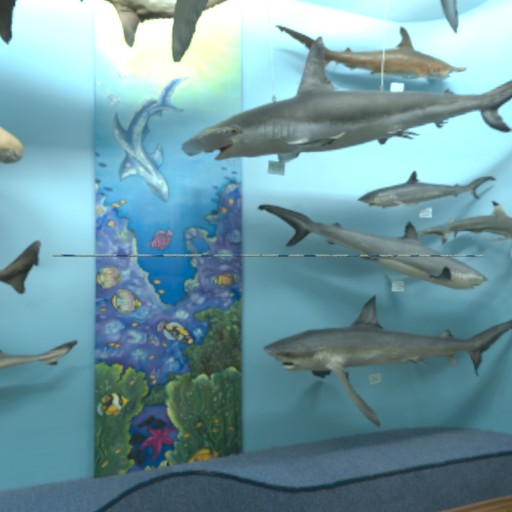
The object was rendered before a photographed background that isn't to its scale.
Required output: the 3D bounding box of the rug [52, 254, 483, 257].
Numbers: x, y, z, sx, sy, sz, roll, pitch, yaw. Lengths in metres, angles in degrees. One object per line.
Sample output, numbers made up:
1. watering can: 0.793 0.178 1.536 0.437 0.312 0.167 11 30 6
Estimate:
1. rug: 0.000 0.000 2.362 1.830 0.008 1.225 0 0 -17
